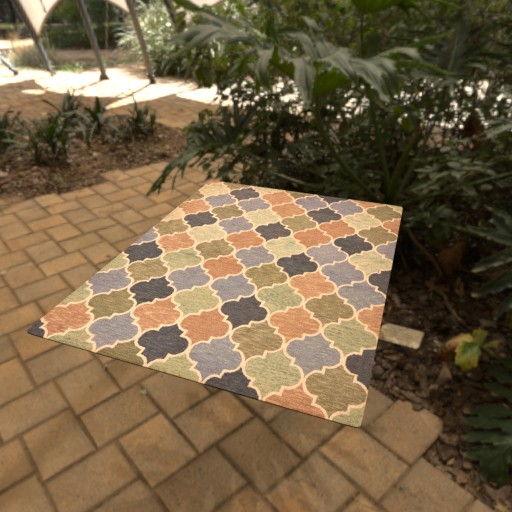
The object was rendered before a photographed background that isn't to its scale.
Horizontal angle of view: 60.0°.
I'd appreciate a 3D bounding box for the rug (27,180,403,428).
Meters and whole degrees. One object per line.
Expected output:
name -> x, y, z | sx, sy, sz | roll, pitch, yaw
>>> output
rug -> 0.000, 0.000, 4.177 | 2.439, 0.013, 3.200 | 11, 33, 17
